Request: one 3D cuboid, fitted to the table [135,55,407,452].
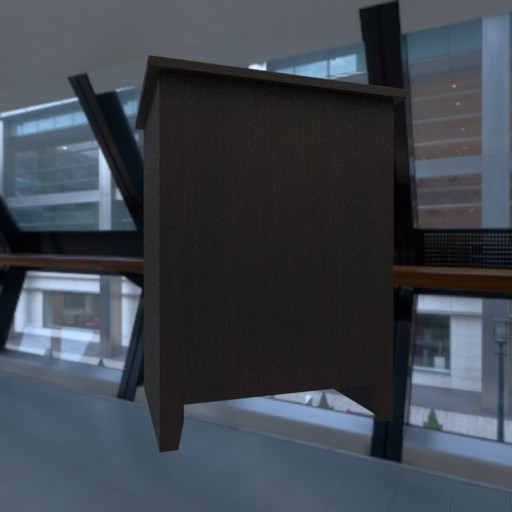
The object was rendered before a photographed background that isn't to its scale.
[{"bbox_3d":[0.000,0.000,0.952,0.480,0.635,0.381,0,0,-18],"label":"table"}]
